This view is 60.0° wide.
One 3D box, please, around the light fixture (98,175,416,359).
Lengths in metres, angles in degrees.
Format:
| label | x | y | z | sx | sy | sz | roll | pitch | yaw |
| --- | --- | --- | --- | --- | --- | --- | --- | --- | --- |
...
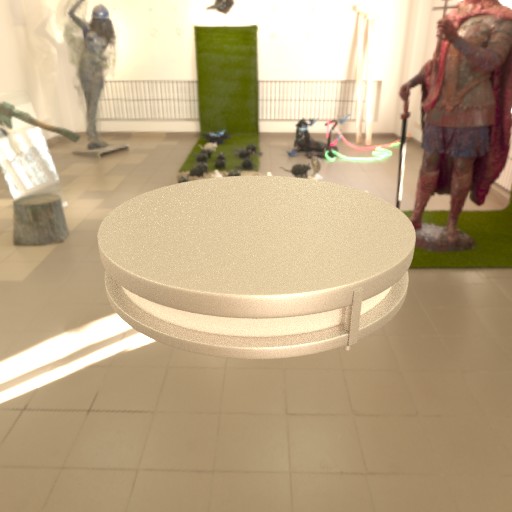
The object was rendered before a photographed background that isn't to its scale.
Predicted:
| label | x | y | z | sx | sy | sz | roll | pitch | yaw |
| --- | --- | --- | --- | --- | --- | --- | --- | --- | --- |
| light fixture | 0.000 | 0.000 | 0.540 | 0.356 | 0.102 | 0.356 | 0 | 26 | 0 |
